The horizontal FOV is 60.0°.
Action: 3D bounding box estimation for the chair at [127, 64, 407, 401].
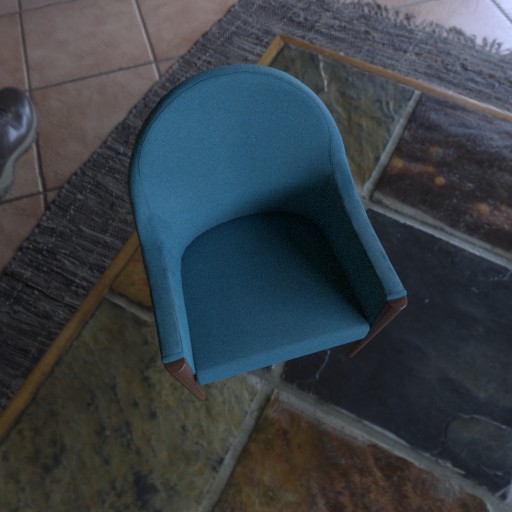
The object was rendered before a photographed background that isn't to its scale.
[{"bbox_3d":[0.000,0.000,1.375,0.656,0.907,0.652,-14,64,-7],"label":"chair"}]
